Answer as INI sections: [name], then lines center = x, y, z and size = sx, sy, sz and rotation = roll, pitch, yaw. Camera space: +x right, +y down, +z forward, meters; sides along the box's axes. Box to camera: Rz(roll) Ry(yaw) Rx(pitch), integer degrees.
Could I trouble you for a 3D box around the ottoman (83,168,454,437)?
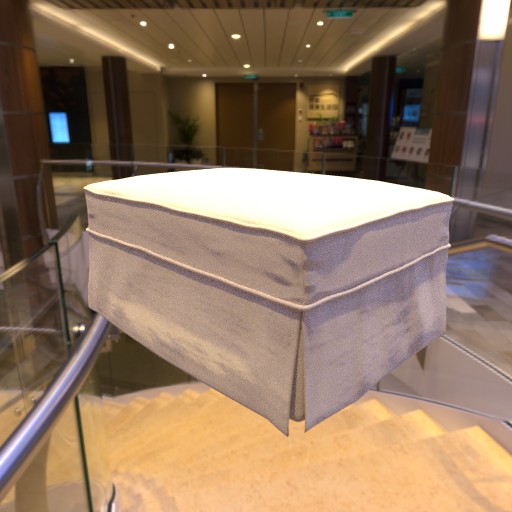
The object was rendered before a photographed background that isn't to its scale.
[ottoman]
center = 0.000, 0.000, 1.335
size = 0.703, 0.479, 0.944
rotation = -16, 23, -42
